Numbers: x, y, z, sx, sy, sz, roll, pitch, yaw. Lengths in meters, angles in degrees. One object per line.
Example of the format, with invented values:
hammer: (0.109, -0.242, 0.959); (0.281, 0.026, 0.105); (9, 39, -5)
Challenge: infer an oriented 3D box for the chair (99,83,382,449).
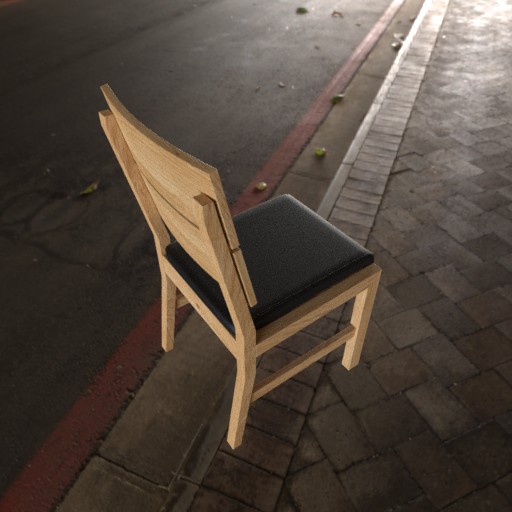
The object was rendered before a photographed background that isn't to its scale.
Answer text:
chair: (0.000, 0.000, 1.279); (0.569, 0.950, 0.475); (-25, 47, -26)
